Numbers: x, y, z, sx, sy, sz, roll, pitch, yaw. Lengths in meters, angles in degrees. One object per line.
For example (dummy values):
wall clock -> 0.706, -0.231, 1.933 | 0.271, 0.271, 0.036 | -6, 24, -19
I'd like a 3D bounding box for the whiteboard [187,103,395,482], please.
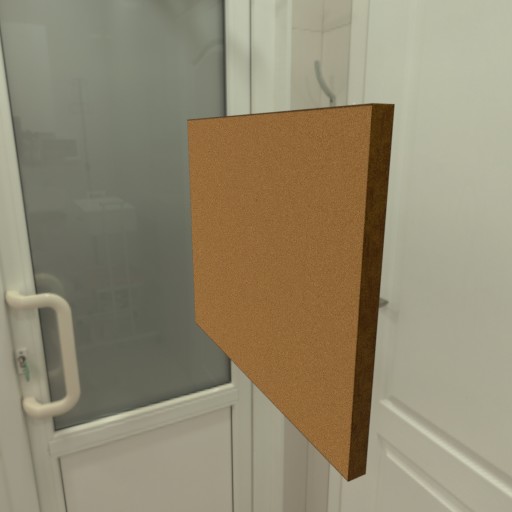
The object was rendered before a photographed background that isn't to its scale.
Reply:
whiteboard -> 0.000, 0.000, 0.750 | 0.029, 0.457, 0.561 | -8, 17, -27
